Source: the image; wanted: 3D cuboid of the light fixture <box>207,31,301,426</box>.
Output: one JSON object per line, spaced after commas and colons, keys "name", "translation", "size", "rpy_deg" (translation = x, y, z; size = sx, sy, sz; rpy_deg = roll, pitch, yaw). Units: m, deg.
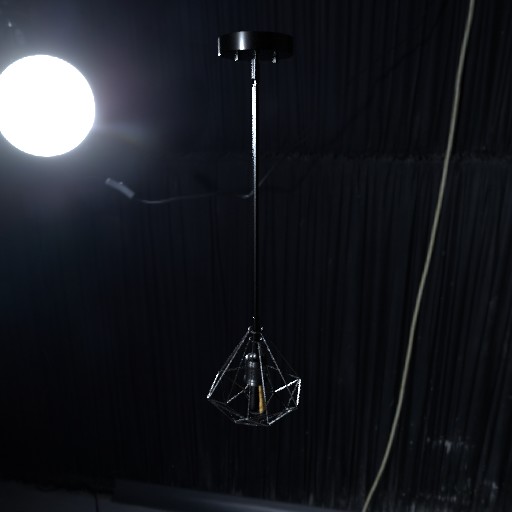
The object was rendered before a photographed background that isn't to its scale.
{"name": "light fixture", "translation": [0.000, 0.000, 1.977], "size": [0.431, 1.764, 0.487], "rpy_deg": [2, 16, 8]}
